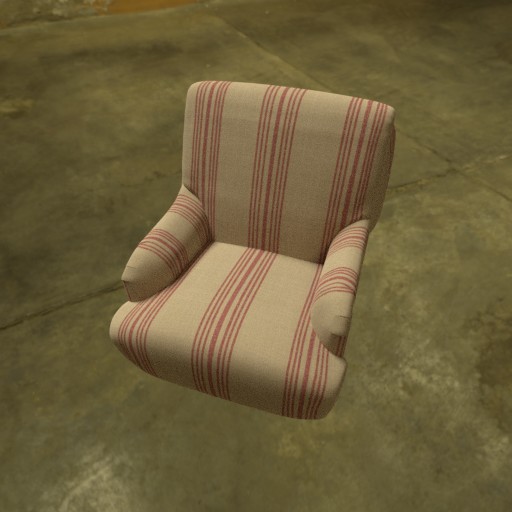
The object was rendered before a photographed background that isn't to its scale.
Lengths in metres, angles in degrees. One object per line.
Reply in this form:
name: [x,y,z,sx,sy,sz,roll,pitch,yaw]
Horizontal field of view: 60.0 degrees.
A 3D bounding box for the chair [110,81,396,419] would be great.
chair: [0.000,0.000,1.875,0.933,1.123,1.058,12,43,13]
